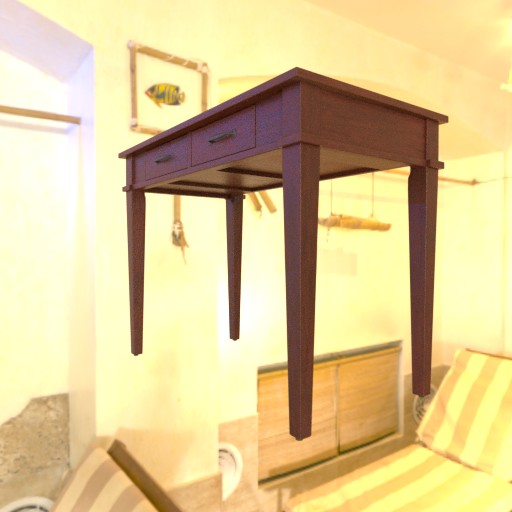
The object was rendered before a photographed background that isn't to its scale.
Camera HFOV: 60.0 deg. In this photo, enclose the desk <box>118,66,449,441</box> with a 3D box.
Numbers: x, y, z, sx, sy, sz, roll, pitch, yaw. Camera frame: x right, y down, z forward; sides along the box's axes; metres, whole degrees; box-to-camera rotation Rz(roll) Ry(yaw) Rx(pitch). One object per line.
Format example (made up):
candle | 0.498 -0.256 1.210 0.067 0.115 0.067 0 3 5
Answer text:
desk | 0.000 0.000 1.437 0.549 0.762 1.001 -1 1 -37
